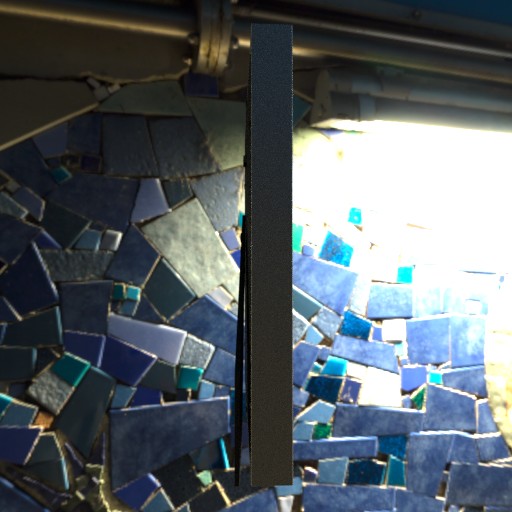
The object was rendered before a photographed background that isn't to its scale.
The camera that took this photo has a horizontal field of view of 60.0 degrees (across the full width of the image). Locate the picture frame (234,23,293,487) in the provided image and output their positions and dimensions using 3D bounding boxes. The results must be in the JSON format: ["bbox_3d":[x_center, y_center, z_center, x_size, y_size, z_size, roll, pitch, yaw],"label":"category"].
[{"bbox_3d":[0.000,0.000,0.386,0.036,0.282,0.233,0,-1,-2],"label":"picture frame"}]
